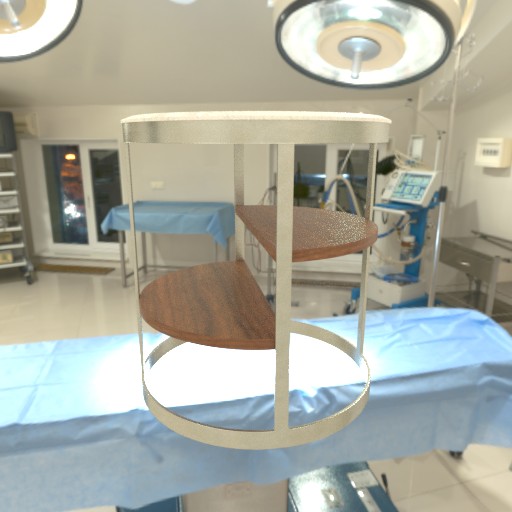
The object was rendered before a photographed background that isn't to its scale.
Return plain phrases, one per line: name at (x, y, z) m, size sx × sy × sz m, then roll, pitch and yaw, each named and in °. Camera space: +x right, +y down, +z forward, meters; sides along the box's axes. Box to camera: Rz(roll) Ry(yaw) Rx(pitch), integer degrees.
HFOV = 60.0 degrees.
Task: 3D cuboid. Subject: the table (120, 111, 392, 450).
table at (0.000, 0.000, 0.749) m, size 0.407 × 0.447 × 0.407 m, roll 0°, pitch 15°, yaw 0°
